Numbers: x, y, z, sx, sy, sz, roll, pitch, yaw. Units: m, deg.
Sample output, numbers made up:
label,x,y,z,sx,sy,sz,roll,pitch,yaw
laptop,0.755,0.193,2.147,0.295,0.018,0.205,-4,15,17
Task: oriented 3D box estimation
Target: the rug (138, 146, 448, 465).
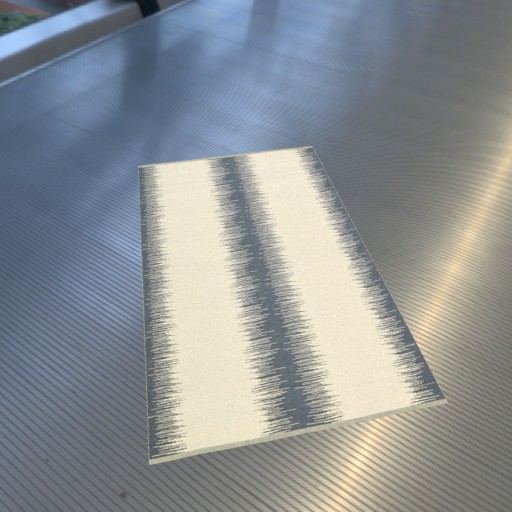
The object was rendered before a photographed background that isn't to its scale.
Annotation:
label,x,y,z,sx,sy,sz,roll,pitch,yaw
rug,0.000,0.000,3.000,1.519,0.003,2.453,-8,47,-8
